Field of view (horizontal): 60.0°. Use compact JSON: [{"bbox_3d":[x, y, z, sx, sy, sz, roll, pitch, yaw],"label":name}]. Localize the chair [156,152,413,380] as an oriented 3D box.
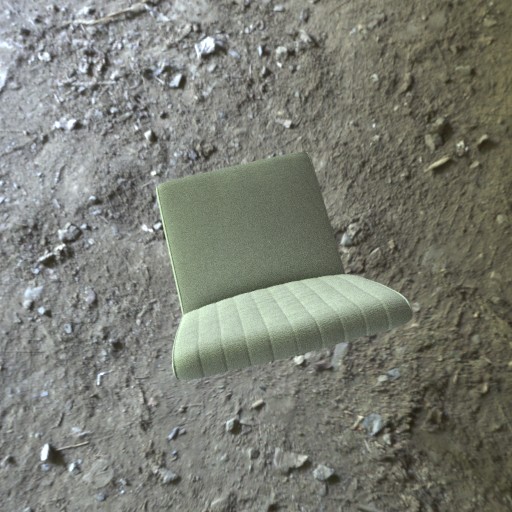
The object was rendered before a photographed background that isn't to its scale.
[{"bbox_3d":[0.000,0.000,1.232,0.480,0.900,0.594,-14,75,-4],"label":"chair"}]
